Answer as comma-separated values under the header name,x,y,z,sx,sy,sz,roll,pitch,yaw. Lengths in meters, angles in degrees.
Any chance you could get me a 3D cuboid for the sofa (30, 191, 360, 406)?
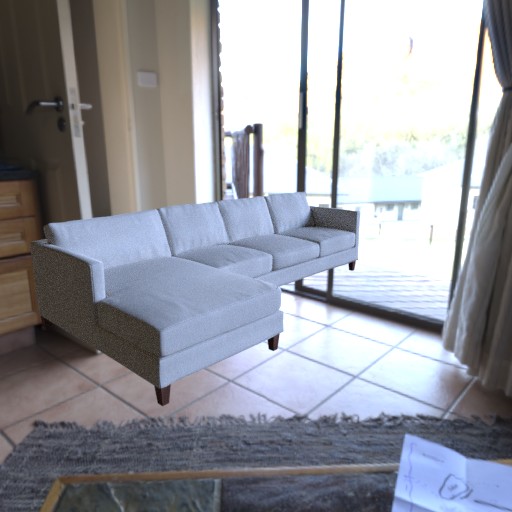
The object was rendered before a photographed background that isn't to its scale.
name,x,y,z,sx,sy,sz,roll,pitch,yaw
sofa,0.000,0.000,3.907,1.625,0.861,3.186,12,18,42
